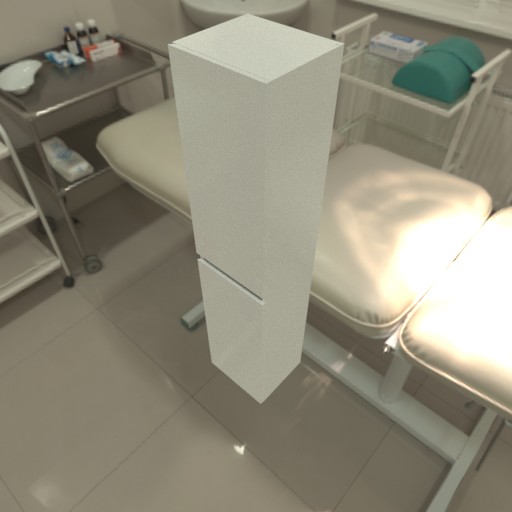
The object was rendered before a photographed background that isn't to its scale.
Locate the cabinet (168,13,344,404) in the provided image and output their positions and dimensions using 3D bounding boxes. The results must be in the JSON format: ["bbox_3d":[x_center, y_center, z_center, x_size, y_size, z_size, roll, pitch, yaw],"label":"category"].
[{"bbox_3d":[0.000,0.000,1.517,0.300,1.400,0.270,33,54,28],"label":"cabinet"}]
